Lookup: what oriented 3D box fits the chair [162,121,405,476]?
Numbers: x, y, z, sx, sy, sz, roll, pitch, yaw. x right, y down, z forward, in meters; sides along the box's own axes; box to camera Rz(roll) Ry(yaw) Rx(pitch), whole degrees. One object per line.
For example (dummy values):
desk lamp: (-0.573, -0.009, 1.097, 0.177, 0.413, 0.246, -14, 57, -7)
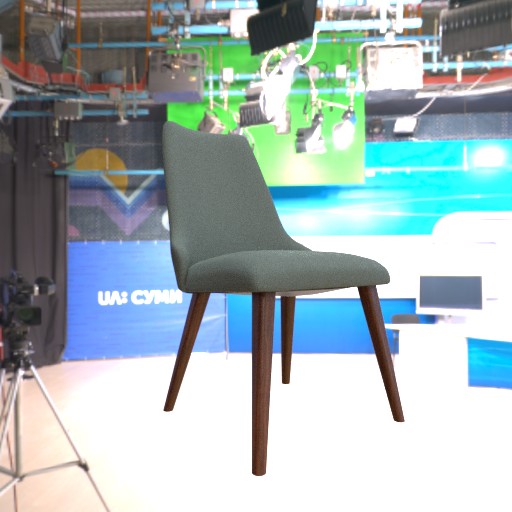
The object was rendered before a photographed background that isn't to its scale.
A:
chair: (0.000, 0.000, 1.354, 0.535, 0.918, 0.707, 0, 0, -36)
